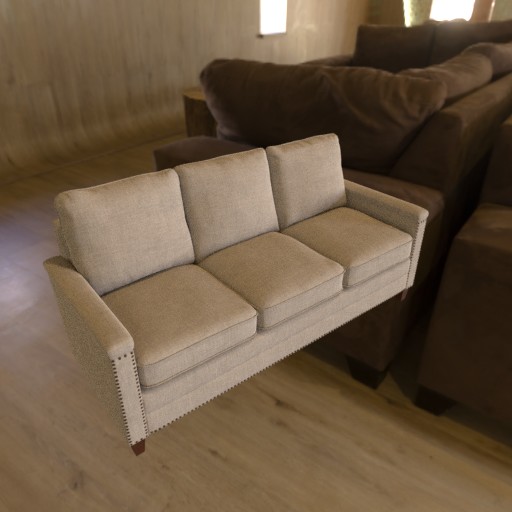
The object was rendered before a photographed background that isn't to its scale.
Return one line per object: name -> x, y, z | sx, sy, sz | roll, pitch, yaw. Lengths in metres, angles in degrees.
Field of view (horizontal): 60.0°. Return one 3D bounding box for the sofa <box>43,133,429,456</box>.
sofa -> 0.000, 0.000, 2.370 | 1.925, 0.959, 0.828 | -21, 36, -32
